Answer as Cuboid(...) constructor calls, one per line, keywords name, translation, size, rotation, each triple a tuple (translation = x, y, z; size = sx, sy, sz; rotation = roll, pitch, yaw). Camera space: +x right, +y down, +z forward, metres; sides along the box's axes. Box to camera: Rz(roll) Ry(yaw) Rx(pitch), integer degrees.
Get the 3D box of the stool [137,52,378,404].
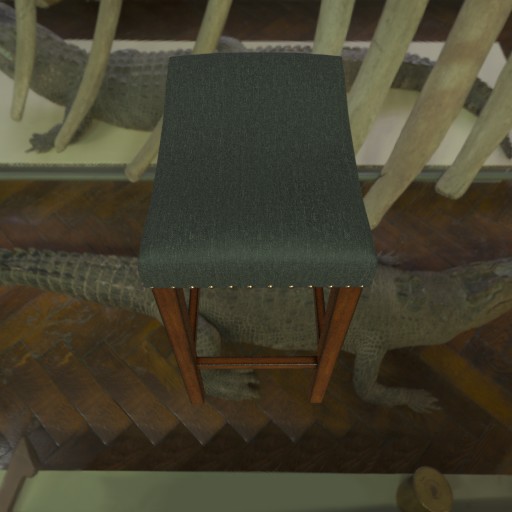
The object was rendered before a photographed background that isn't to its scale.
Cuboid(name="stool", translation=(0.000, 0.000, 1.046), size=(0.366, 0.760, 0.502), rotation=(0, 58, 0))
